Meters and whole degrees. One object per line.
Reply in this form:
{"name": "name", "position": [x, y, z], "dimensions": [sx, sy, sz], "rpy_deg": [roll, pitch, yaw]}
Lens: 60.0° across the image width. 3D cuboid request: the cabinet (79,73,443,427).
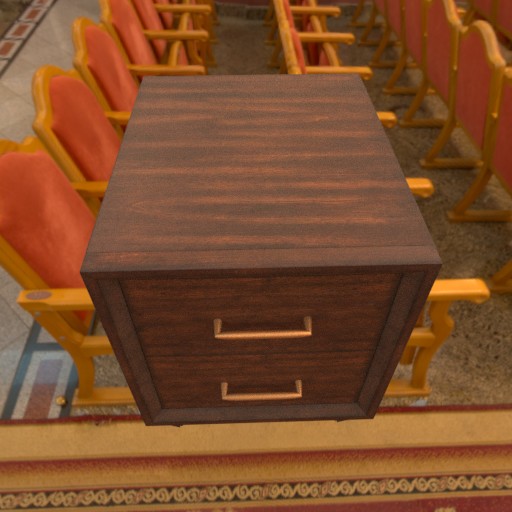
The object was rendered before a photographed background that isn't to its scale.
{"name": "cabinet", "position": [0.000, 0.000, 0.816], "dimensions": [0.402, 0.455, 0.500], "rpy_deg": [-1, 46, -1]}
